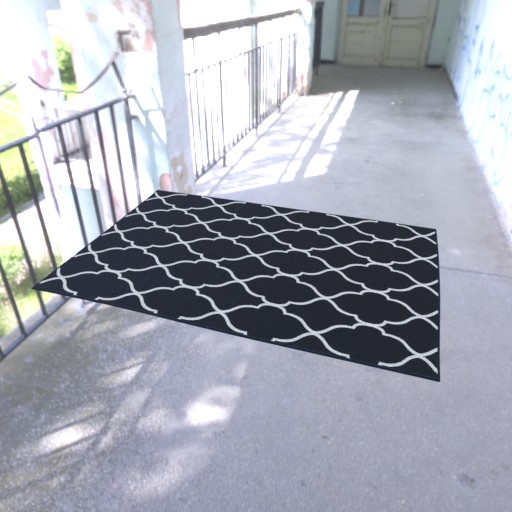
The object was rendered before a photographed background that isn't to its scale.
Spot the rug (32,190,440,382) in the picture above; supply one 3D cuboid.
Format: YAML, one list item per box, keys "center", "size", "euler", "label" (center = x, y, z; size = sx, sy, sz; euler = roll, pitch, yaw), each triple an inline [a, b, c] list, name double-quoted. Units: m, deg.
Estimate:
- center: [0.000, 0.000, 2.920]
  size: [2.290, 0.014, 1.526]
  euler: [10, 33, 15]
  label: "rug"
